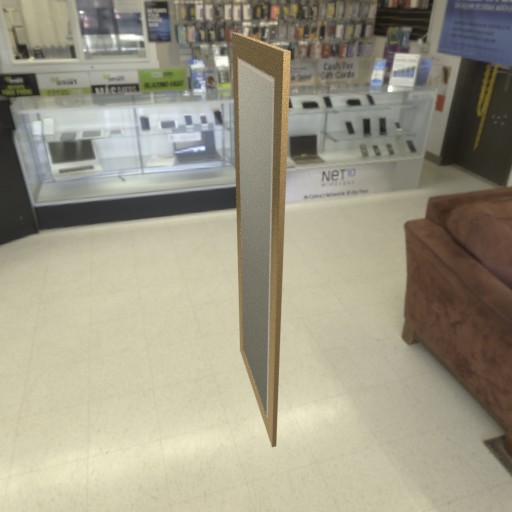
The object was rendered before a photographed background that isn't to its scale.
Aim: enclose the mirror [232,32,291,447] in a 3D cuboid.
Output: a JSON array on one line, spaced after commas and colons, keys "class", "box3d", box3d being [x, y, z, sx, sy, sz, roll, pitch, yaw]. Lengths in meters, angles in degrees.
[{"class": "mirror", "box3d": [0.000, 0.000, 2.313, 0.025, 2.031, 0.812, -8, 32, -13]}]
